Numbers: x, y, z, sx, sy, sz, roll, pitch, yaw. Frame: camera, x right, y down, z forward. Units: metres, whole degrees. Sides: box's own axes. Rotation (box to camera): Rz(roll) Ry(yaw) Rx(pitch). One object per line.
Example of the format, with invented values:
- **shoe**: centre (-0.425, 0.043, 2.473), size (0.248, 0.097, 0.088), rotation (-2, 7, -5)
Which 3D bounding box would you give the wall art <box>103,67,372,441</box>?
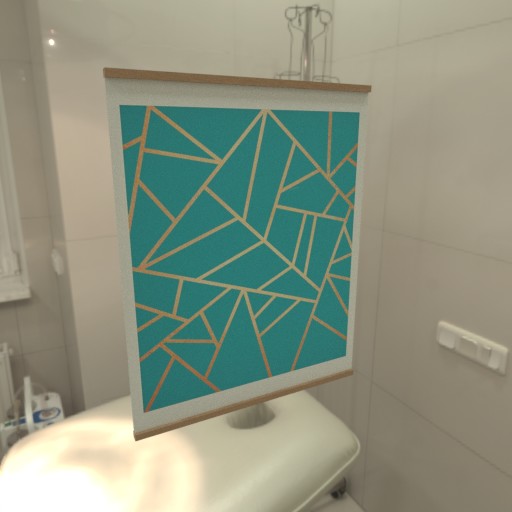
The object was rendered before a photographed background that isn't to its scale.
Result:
- **wall art**: centre (0.000, 0.000, 0.678), size (0.405, 0.508, 0.012), rotation (-8, 17, -27)
